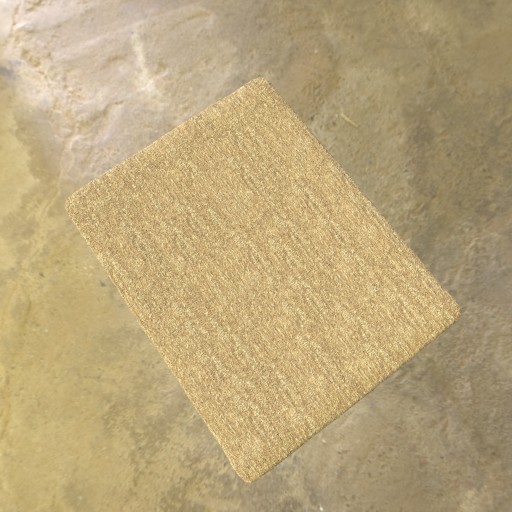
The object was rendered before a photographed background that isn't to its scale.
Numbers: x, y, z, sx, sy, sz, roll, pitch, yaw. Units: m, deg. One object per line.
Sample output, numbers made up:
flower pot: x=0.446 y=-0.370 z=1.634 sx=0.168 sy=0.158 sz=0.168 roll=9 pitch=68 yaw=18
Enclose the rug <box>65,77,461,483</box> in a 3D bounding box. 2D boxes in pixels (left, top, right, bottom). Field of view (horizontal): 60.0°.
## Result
rug: x=0.000 y=0.000 z=3.781 sx=2.242 sy=0.050 sz=2.873 roll=-35 pitch=78 yaw=-8
